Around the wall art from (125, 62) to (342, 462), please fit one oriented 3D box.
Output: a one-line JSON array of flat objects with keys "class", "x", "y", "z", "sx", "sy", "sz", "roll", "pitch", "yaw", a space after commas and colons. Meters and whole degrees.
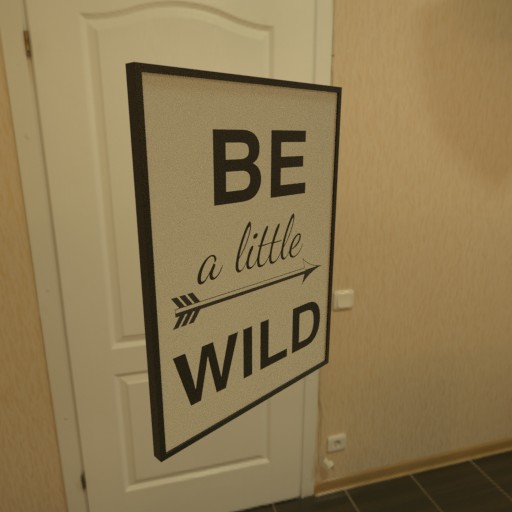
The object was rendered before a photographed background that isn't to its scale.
[{"class": "wall art", "x": 0.000, "y": 0.000, "z": 1.415, "sx": 0.038, "sy": 1.062, "sz": 0.806, "roll": 15, "pitch": 21, "yaw": 43}]
